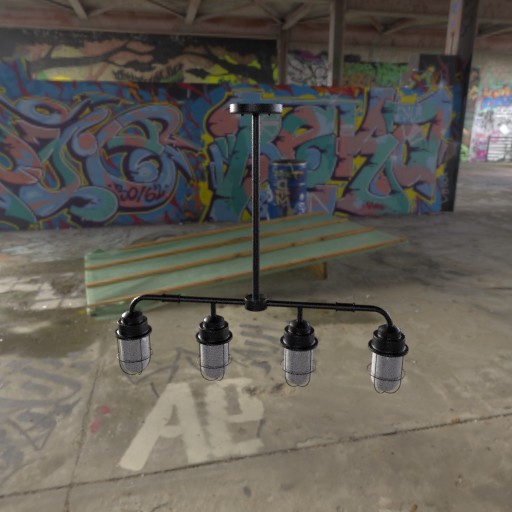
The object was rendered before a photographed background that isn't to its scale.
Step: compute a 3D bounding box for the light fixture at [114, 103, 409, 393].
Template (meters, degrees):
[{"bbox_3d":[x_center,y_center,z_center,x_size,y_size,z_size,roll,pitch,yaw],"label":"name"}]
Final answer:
[{"bbox_3d":[0.000,0.000,1.215,0.852,0.785,0.131,2,16,7],"label":"light fixture"}]
